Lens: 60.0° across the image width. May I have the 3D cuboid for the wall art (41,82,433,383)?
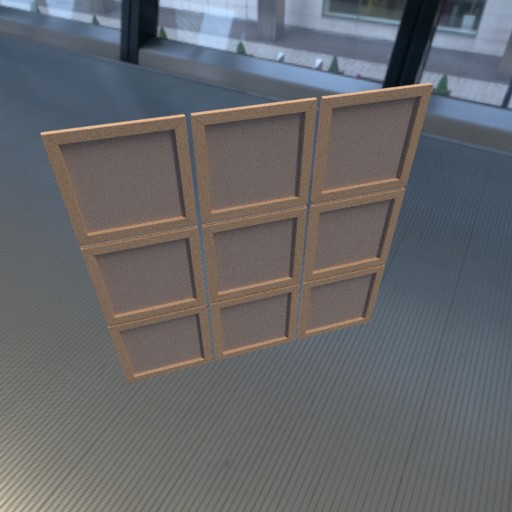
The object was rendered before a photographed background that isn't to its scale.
[{"bbox_3d":[0.000,0.000,1.305,0.917,0.910,0.012,-12,43,-13],"label":"wall art"}]
